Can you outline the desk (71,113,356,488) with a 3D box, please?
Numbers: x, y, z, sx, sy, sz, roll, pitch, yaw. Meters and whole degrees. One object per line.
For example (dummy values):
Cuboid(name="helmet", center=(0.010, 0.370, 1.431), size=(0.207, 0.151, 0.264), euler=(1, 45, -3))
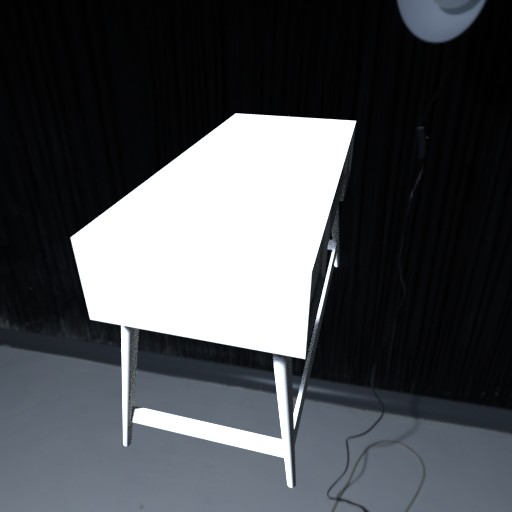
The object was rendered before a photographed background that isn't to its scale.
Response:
Cuboid(name="desk", center=(0.000, 0.000, 1.720), size=(0.589, 0.762, 1.313), euler=(8, 31, 13))
